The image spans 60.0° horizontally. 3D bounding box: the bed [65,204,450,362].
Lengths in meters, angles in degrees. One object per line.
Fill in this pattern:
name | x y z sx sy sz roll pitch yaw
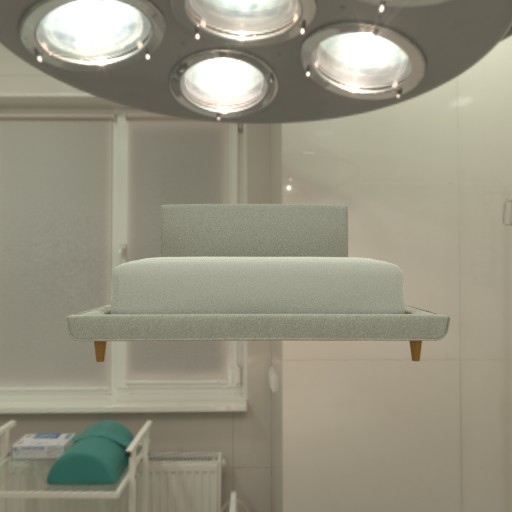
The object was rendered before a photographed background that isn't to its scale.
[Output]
bed | 0.000 0.000 3.297 1.840 1.067 2.368 0 -1 -1
